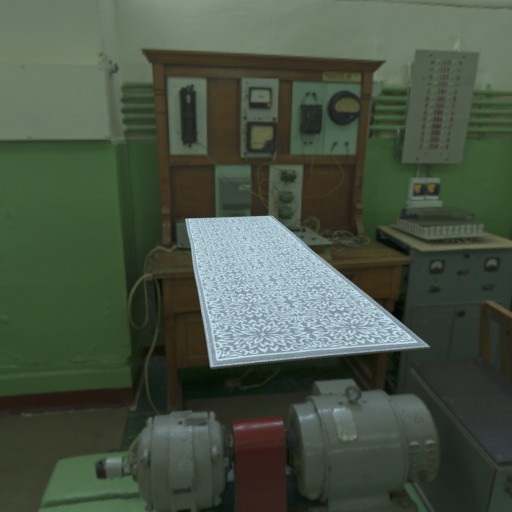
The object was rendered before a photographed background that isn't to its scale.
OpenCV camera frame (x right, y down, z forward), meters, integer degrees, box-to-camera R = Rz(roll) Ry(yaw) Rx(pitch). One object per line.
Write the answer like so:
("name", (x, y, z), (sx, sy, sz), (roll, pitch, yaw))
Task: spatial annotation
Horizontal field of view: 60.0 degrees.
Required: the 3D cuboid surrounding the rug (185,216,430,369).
("rug", (0.000, 0.000, 2.310), (0.662, 0.011, 2.196), (-3, 16, -10))
